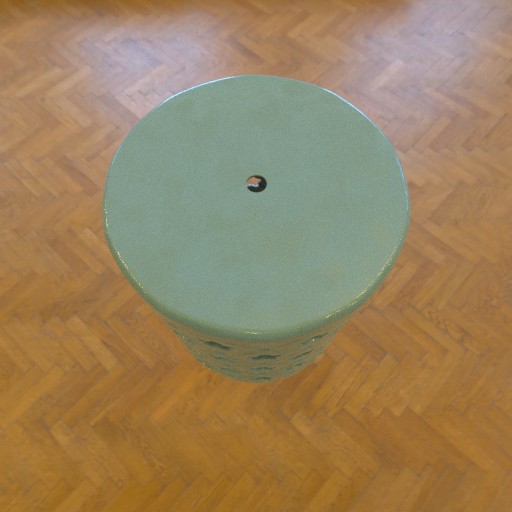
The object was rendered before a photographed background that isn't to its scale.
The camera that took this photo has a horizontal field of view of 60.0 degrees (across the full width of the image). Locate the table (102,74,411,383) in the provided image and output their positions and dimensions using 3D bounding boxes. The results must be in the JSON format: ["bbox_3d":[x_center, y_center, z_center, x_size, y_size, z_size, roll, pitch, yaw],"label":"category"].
[{"bbox_3d":[0.000,0.000,0.672,0.352,0.387,0.352,0,65,0],"label":"table"}]
